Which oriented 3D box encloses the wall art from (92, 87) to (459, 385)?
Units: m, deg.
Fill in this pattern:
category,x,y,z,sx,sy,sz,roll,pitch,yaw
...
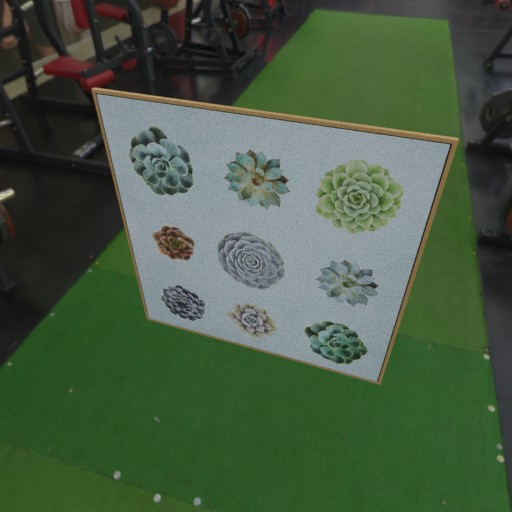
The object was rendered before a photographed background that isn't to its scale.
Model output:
category,x,y,z,sx,sy,sz,roll,pitch,yaw
wall art,0.000,0.000,1.426,0.962,0.959,0.013,13,42,14
